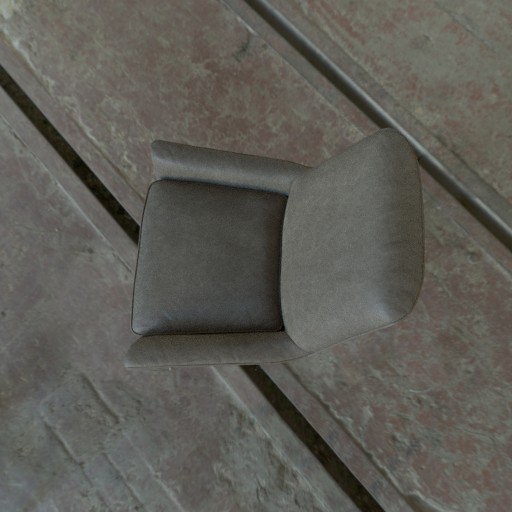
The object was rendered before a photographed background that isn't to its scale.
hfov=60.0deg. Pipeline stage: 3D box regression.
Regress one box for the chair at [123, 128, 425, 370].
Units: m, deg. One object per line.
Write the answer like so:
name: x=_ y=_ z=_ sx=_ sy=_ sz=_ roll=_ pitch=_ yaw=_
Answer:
chair: x=0.000 y=0.000 z=1.495 sx=0.824 sy=0.888 sz=0.787 roll=3 pitch=76 yaw=1
